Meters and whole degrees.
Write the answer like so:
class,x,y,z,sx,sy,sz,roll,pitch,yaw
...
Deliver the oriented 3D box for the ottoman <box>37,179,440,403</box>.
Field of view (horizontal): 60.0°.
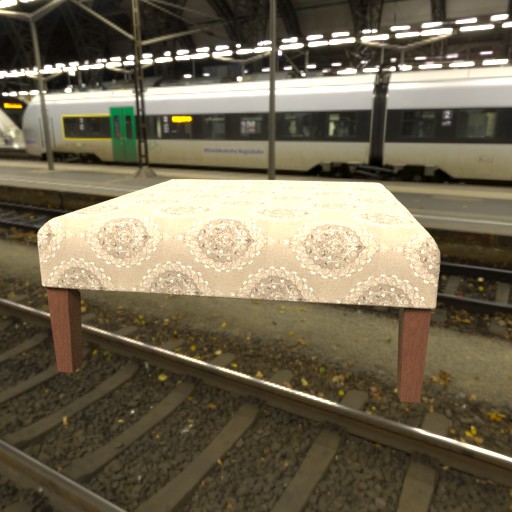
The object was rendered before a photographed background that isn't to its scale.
class,x,y,z,sx,sy,sz,roll,pitch,yaw
ottoman,0.000,0.000,1.401,0.890,0.411,0.889,2,16,8
